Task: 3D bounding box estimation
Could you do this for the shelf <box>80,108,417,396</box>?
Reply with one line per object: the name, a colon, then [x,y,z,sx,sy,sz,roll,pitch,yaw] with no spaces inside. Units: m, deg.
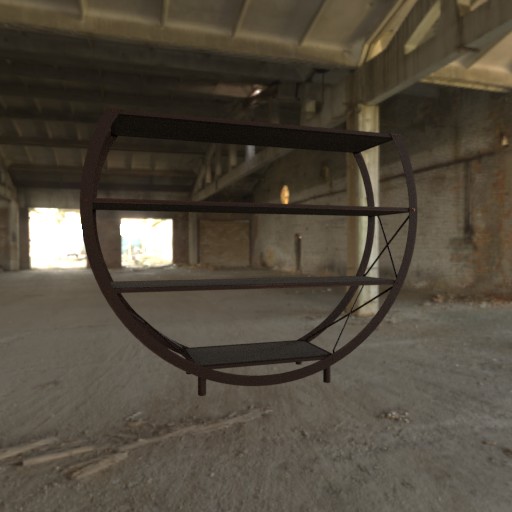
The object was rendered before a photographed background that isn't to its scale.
shelf: [0.000,0.000,1.925,1.403,1.063,0.344,0,1,-18]
